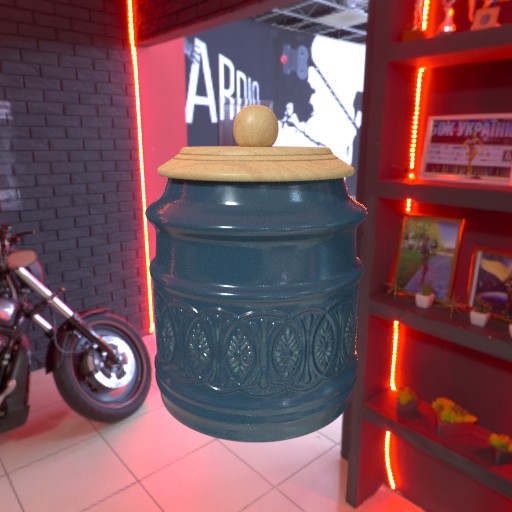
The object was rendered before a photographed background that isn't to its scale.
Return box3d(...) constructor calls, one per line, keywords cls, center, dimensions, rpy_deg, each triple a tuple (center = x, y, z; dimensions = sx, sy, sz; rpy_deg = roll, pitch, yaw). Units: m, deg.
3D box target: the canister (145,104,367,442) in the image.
box3d(cls="canister", center=(0.000, 0.000, 0.273), dimensions=(0.130, 0.176, 0.130), rpy_deg=(0, 14, 0))
